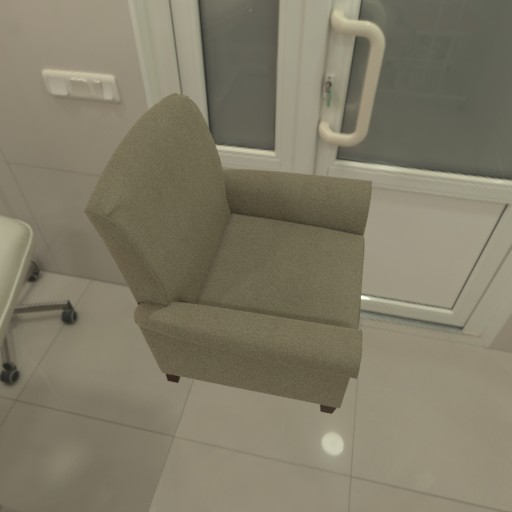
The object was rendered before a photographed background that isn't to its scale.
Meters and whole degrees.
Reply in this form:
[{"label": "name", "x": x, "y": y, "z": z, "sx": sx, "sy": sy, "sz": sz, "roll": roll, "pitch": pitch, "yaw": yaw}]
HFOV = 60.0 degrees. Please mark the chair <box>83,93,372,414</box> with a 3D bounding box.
[{"label": "chair", "x": 0.000, "y": 0.000, "z": 1.813, "sx": 0.905, "sy": 1.061, "sz": 0.978, "roll": 9, "pitch": 47, "yaw": 8}]
